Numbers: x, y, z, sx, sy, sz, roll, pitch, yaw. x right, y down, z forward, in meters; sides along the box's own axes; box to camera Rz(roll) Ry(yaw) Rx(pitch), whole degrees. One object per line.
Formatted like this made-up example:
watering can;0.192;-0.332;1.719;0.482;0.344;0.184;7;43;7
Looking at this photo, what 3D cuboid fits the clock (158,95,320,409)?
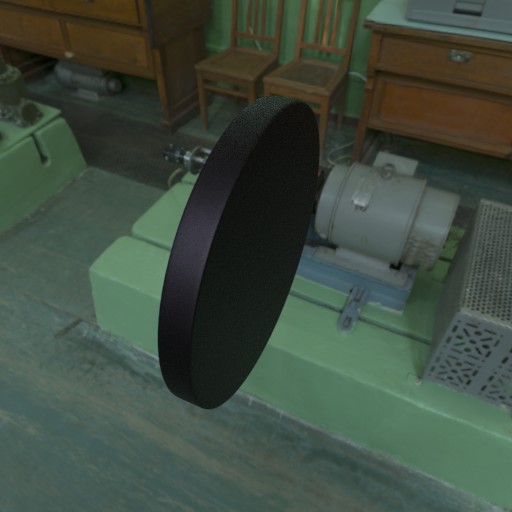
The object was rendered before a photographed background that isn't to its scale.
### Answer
clock;0.000;0.000;0.459;0.029;0.314;0.314;18;48;17
